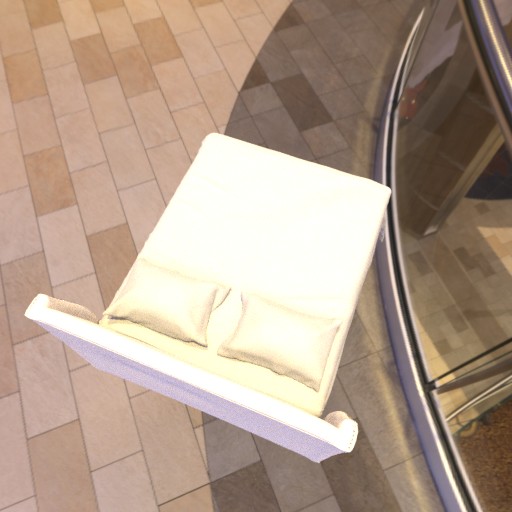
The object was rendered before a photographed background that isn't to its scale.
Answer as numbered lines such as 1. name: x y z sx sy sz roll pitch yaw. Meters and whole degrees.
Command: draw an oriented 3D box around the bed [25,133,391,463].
1. bed: 0.000 0.000 3.354 1.925 1.332 2.276 20 65 10
